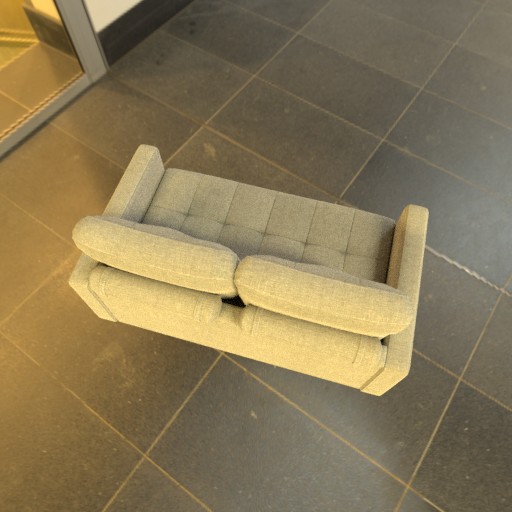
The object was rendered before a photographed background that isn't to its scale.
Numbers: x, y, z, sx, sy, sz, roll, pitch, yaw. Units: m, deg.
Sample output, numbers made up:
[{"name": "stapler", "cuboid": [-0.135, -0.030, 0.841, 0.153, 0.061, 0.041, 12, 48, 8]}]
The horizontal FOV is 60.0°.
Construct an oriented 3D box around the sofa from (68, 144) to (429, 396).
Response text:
[{"name": "sofa", "cuboid": [0.000, 0.000, 2.009, 1.407, 0.907, 0.842, 14, 63, 7]}]
